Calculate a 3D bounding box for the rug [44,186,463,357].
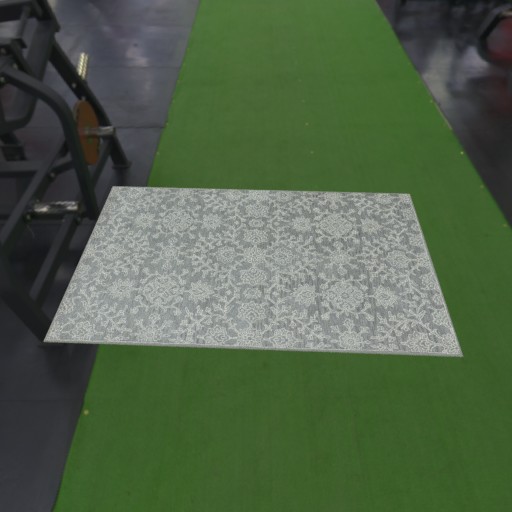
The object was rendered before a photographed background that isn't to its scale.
[{"bbox_3d":[0.000,0.000,3.095,2.430,0.010,1.515,2,45,2],"label":"rug"}]
